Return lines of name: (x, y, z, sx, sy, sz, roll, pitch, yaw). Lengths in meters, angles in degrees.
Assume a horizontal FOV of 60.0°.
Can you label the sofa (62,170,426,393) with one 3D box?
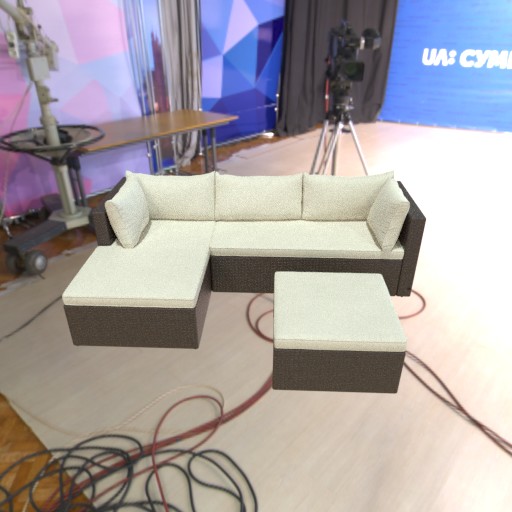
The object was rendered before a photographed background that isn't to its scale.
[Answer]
sofa: (0.000, 0.000, 2.916, 2.192, 0.766, 1.612, 1, 30, 2)
